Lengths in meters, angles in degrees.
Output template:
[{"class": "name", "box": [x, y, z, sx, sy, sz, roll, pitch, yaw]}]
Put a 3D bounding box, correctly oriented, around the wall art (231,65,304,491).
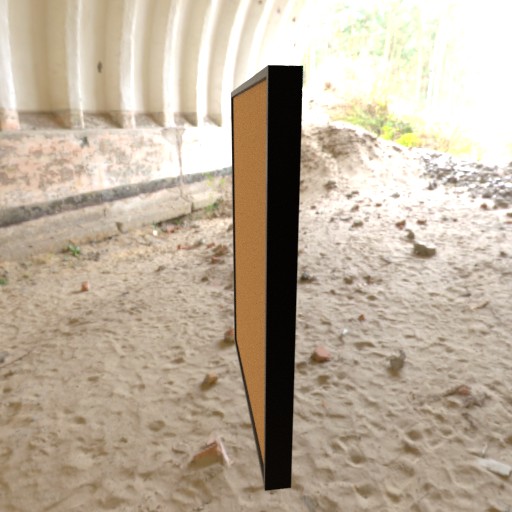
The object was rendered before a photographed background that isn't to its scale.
[{"class": "wall art", "box": [0.000, 0.000, 0.759, 0.039, 0.553, 0.451, -2, 17, -8]}]
